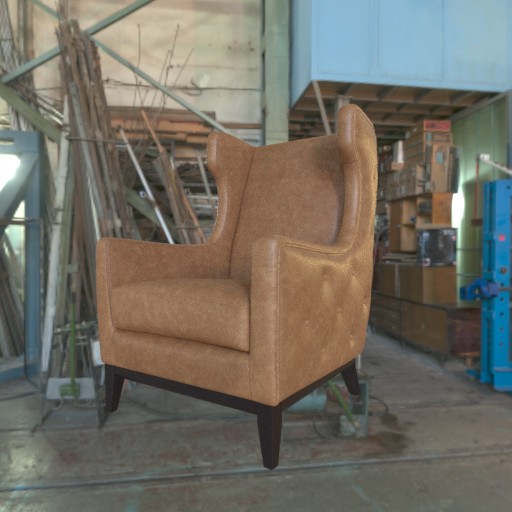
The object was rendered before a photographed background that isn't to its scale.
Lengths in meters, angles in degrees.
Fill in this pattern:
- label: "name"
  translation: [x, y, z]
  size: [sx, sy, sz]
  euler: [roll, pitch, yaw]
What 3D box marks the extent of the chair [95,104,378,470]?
- label: "chair"
  translation: [0.000, 0.000, 1.662]
  size: [0.766, 1.079, 0.899]
  euler: [1, 1, 36]
